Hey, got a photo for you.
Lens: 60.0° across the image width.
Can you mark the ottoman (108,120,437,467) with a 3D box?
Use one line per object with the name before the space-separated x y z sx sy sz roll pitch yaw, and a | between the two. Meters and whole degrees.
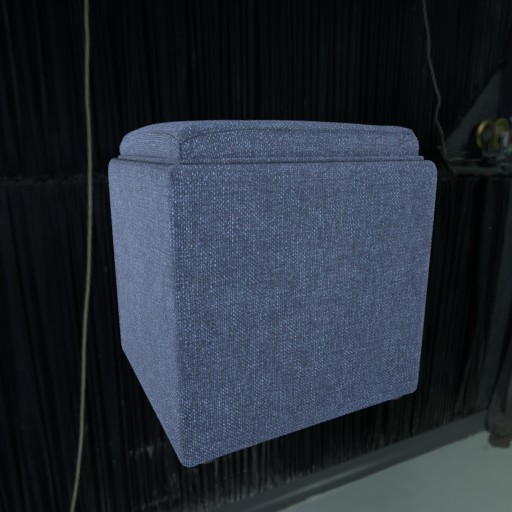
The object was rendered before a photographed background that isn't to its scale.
ottoman | 0.000 0.000 0.847 0.454 0.493 0.436 -7 15 -26
